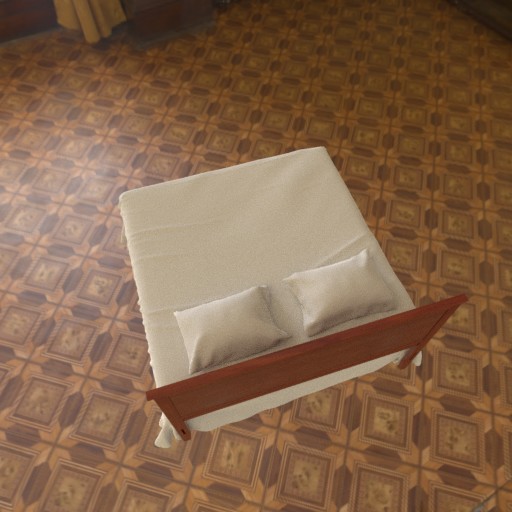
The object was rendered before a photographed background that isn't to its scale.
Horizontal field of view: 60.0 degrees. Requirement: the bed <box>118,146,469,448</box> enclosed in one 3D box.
[{"bbox_3d":[0.000,0.000,3.662,2.314,1.271,2.219,-15,59,-9],"label":"bed"}]
